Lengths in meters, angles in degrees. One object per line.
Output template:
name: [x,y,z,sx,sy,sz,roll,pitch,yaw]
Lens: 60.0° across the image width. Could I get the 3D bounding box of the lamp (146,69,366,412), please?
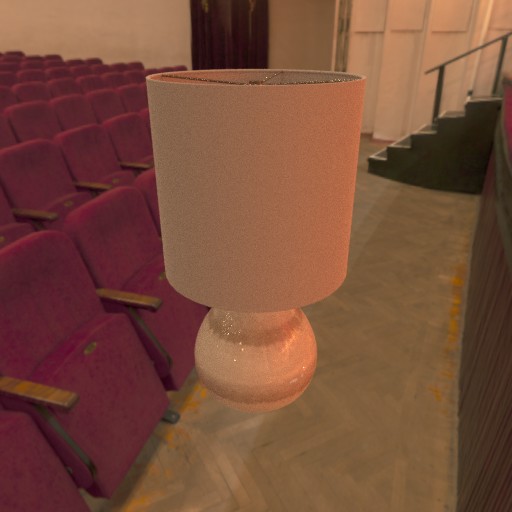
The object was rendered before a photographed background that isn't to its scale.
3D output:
lamp: [0.000,0.000,0.534,0.217,0.404,0.217,8,27,15]
